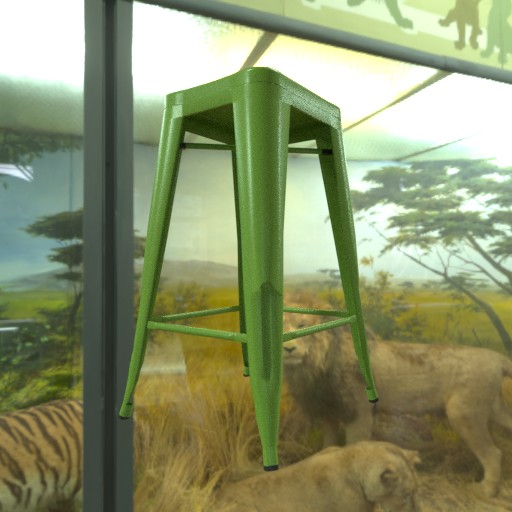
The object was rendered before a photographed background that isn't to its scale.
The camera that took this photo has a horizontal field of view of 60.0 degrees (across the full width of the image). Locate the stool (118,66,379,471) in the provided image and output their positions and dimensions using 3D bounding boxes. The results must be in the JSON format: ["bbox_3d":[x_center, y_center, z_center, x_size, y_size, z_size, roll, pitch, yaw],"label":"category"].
[{"bbox_3d":[0.000,0.000,0.880,0.358,0.609,0.398,0,0,37],"label":"stool"}]
